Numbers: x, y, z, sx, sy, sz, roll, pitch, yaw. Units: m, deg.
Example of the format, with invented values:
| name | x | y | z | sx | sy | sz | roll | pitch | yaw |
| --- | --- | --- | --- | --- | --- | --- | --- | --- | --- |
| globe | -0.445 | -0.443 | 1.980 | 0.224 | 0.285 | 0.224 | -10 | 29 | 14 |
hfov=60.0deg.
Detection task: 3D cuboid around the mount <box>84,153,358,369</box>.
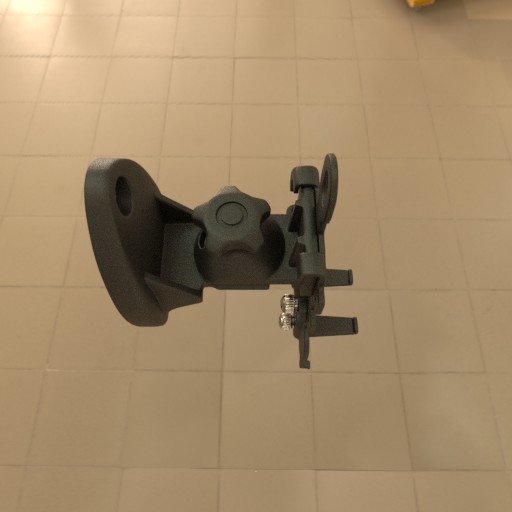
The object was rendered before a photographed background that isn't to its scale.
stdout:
| name | x | y | z | sx | sy | sz | roll | pitch | yaw |
| --- | --- | --- | --- | --- | --- | --- | --- | --- | --- |
| mount | 0.000 | 0.000 | 0.178 | 0.100 | 0.118 | 0.066 | 0 | 64 | 0 |
